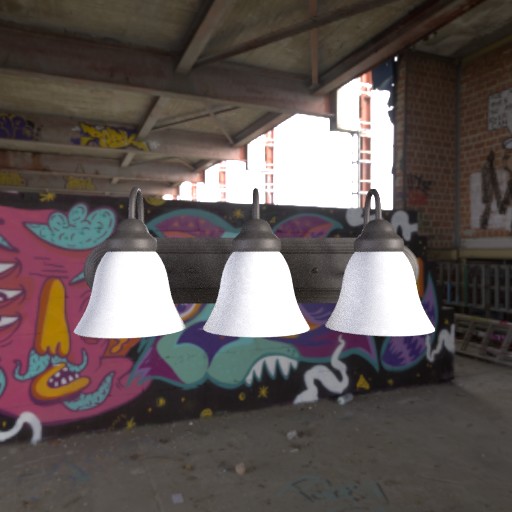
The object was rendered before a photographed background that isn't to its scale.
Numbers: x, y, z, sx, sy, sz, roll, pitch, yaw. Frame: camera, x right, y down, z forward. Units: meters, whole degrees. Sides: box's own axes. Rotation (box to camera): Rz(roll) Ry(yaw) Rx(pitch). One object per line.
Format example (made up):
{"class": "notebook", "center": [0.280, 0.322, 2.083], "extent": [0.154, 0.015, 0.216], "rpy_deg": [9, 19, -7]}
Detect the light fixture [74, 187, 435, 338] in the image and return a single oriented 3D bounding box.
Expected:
{"class": "light fixture", "center": [0.000, 0.000, 0.707], "extent": [0.610, 0.222, 0.199], "rpy_deg": [0, 0, -2]}
